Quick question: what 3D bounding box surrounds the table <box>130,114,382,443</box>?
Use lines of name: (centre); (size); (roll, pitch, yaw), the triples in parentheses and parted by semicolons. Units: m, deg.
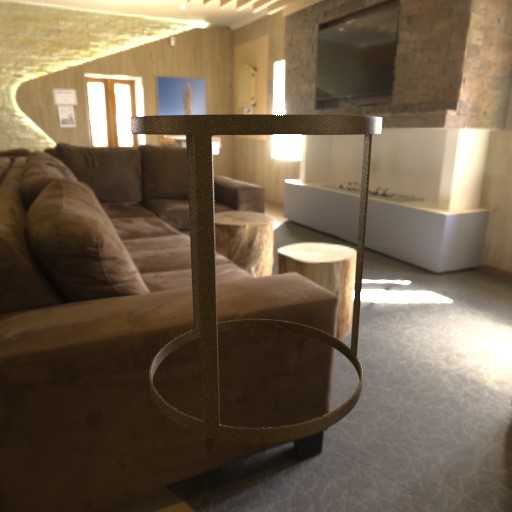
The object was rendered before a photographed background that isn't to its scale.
table: (0.000, 0.000, 0.952); (0.480, 0.565, 0.480); (0, 16, 0)
